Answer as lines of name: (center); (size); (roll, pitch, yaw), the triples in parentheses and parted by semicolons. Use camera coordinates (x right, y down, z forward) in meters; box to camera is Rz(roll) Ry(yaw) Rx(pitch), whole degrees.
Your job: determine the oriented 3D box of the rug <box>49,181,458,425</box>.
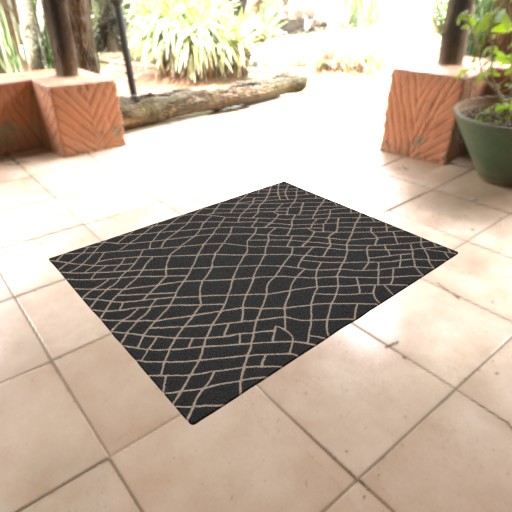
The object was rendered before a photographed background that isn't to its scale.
rug: (0.000, 0.000, 4.200); (3.047, 0.022, 2.439); (-24, 38, -34)
